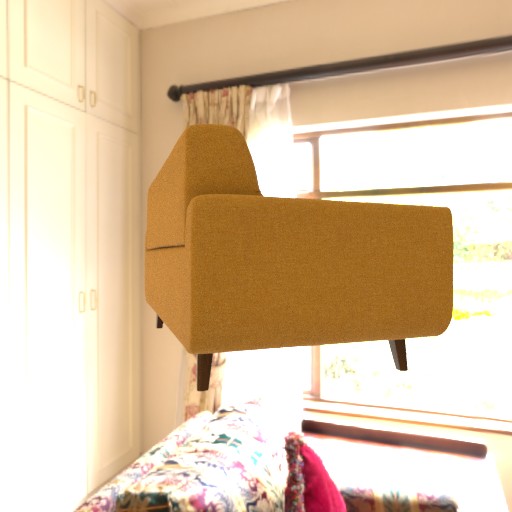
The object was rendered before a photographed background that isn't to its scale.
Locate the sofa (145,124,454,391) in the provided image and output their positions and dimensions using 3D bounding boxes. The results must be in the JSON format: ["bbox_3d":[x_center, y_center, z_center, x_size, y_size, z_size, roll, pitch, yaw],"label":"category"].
[{"bbox_3d":[0.000,0.000,2.111,0.909,0.841,1.631,0,0,-18],"label":"sofa"}]
